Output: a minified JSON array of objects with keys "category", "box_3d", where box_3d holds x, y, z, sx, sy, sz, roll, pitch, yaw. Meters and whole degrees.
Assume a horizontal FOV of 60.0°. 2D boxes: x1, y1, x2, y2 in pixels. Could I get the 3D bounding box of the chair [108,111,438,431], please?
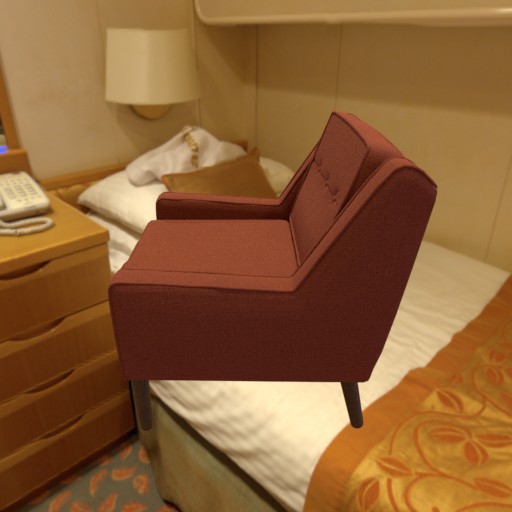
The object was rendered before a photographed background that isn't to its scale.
[{"category":"chair","box_3d":[0.000,0.000,1.379,0.770,0.812,0.680,0,27,0]}]
